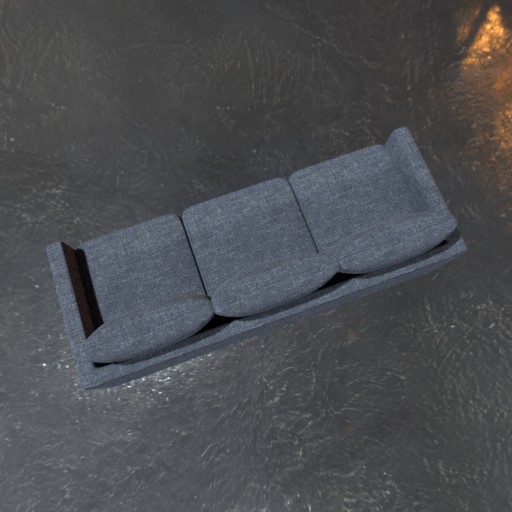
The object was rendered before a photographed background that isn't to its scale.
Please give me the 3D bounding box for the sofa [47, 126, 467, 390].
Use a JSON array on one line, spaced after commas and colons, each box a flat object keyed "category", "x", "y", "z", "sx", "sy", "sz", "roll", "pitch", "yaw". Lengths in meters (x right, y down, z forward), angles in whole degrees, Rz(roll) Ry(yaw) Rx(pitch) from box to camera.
[{"category": "sofa", "x": 0.000, "y": 0.000, "z": 2.682, "sx": 2.218, "sy": 0.874, "sz": 0.859, "roll": -19, "pitch": 76, "yaw": -5}]
